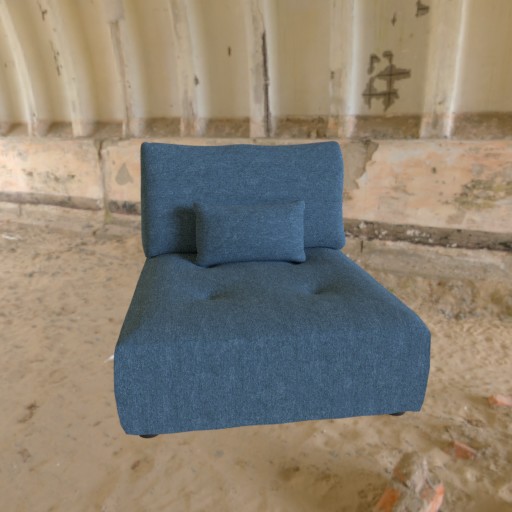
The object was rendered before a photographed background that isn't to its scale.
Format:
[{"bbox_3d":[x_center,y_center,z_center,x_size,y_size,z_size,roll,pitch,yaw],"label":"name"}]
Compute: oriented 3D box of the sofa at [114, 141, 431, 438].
[{"bbox_3d":[0.000,0.000,1.692,0.930,0.820,1.000,-2,16,-7],"label":"sofa"}]
